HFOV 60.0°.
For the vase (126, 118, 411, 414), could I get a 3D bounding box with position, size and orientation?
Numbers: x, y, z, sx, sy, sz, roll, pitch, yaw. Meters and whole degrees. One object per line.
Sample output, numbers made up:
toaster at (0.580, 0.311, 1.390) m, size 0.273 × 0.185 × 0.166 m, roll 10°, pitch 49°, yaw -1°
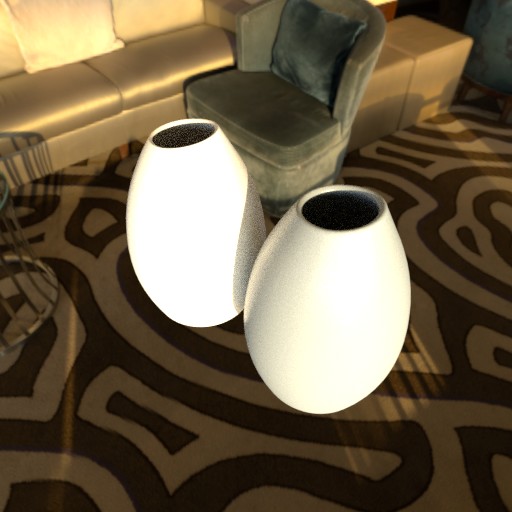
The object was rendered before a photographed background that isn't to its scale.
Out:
vase at (0.000, 0.000, 0.259) m, size 0.187 × 0.131 × 0.089 m, roll 30°, pitch 53°, yaw 26°
